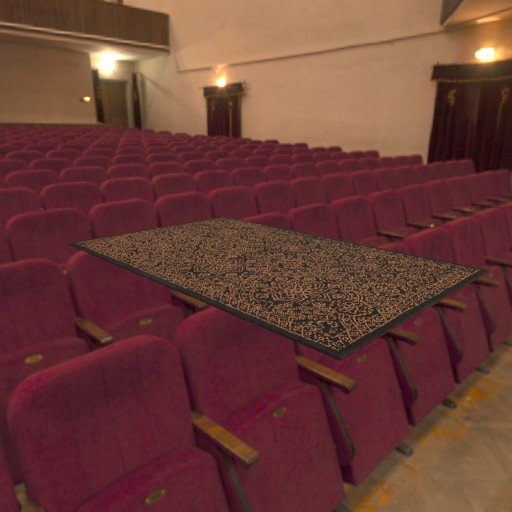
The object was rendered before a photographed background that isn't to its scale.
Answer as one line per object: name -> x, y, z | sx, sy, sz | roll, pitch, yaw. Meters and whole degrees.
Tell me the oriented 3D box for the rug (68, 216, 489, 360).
rug -> 0.000, 0.000, 2.977 | 1.526, 0.015, 2.441 | -15, 22, -42
